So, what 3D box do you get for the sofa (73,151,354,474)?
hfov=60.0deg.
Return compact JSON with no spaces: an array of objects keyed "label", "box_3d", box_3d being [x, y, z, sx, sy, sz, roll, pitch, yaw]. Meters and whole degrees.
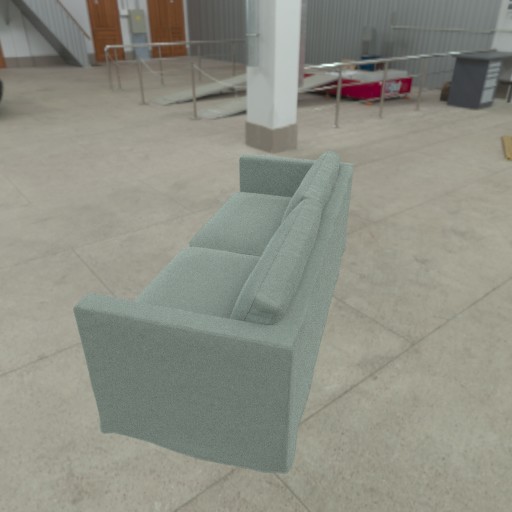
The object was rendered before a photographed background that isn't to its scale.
[{"label":"sofa","box_3d":[0.000,0.000,2.780,0.962,0.853,2.312,8,30,14]}]
